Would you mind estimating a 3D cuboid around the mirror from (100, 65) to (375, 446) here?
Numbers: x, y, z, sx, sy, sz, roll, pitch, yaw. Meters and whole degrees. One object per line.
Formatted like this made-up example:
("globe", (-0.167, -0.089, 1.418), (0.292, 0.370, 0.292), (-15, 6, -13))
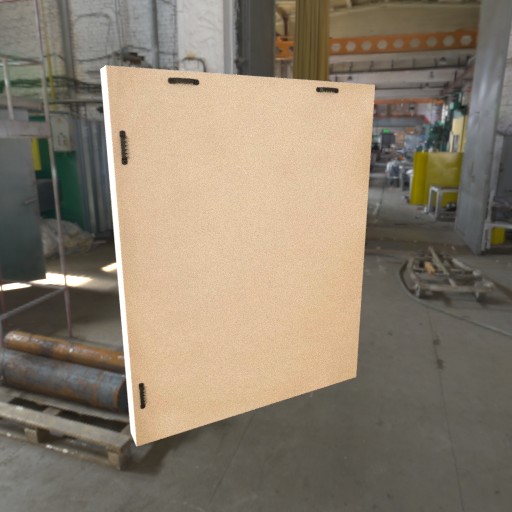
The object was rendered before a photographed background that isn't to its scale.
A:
("mirror", (0.000, 0.000, 0.676), (0.405, 0.508, 0.041), (-8, 17, -27))
